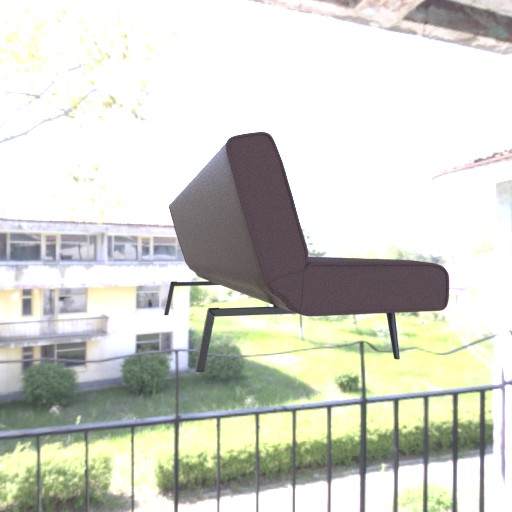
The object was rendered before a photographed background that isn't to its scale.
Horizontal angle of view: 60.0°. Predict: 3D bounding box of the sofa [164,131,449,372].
[{"bbox_3d":[0.000,0.000,2.072,0.747,0.699,1.703,0,1,-16],"label":"sofa"}]
